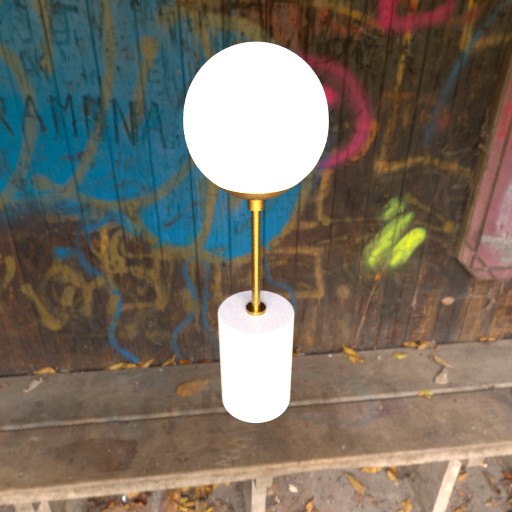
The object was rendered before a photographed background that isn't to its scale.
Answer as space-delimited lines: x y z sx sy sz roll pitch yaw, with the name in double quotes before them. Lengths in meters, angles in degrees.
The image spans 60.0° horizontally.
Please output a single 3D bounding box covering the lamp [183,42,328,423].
"lamp" 0.000 0.000 0.552 0.153 0.480 0.153 0 29 0
